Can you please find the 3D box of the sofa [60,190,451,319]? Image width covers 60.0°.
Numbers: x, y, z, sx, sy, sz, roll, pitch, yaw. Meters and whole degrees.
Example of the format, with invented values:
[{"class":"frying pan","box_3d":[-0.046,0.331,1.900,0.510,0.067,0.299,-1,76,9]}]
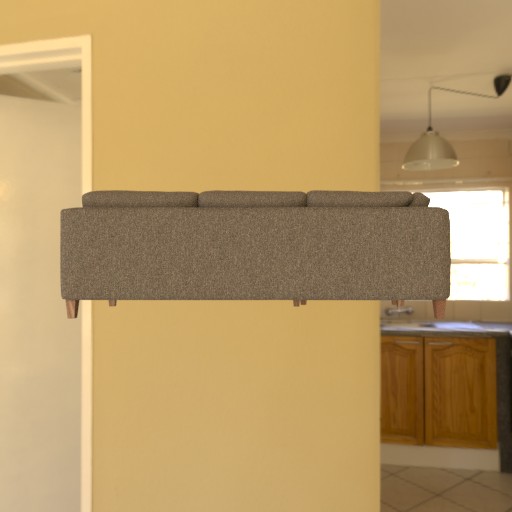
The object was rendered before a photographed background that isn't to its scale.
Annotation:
[{"class":"sofa","box_3d":[0.000,0.000,4.425,2.551,0.853,3.238,0,-1,0]}]
